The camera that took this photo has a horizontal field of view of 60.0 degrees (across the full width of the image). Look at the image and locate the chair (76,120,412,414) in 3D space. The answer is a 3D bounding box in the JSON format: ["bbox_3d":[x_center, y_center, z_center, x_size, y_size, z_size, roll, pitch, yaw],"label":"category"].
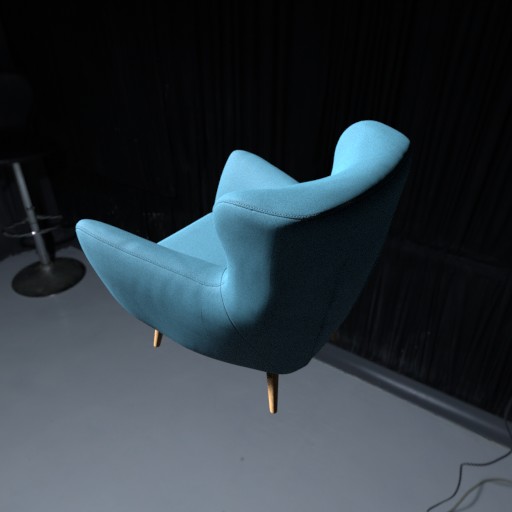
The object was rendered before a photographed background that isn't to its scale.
[{"bbox_3d":[0.000,0.000,1.613,0.889,0.889,0.890,22,39,30],"label":"chair"}]
